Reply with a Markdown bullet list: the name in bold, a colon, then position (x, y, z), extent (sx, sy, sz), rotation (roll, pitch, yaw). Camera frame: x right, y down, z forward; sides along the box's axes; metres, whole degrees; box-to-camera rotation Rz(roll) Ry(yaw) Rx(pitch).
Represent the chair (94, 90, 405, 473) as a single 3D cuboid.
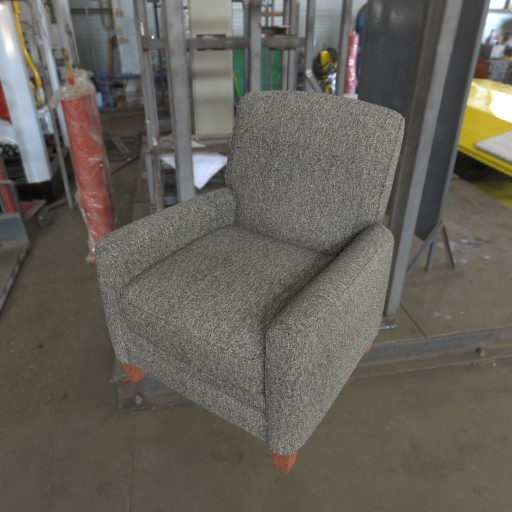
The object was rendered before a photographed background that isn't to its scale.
- **chair**: position (0.000, 0.000, 1.607), extent (0.848, 1.014, 0.864), rotation (19, 35, 29)
